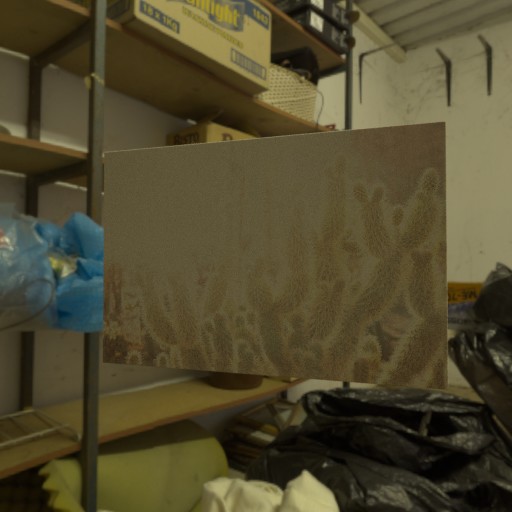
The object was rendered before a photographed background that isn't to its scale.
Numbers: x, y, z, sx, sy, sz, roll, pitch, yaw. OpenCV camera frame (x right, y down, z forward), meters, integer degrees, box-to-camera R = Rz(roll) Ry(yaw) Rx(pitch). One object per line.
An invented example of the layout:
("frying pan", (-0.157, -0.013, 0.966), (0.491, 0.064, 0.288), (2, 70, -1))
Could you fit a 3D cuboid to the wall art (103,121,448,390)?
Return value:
("wall art", (0.000, 0.000, 1.441), (1.142, 0.758, 0.041), (0, -1, 18))
